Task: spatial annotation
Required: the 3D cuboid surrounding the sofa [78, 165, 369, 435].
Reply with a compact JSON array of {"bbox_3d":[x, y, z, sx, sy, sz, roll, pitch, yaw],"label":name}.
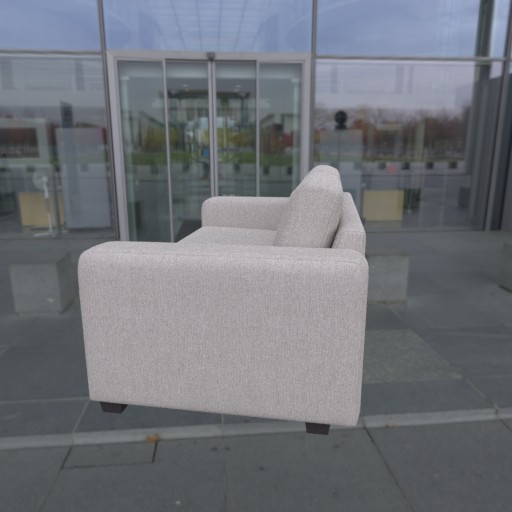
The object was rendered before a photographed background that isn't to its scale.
[{"bbox_3d":[0.000,0.000,2.059,0.900,0.800,1.540,2,14,9],"label":"sofa"}]
